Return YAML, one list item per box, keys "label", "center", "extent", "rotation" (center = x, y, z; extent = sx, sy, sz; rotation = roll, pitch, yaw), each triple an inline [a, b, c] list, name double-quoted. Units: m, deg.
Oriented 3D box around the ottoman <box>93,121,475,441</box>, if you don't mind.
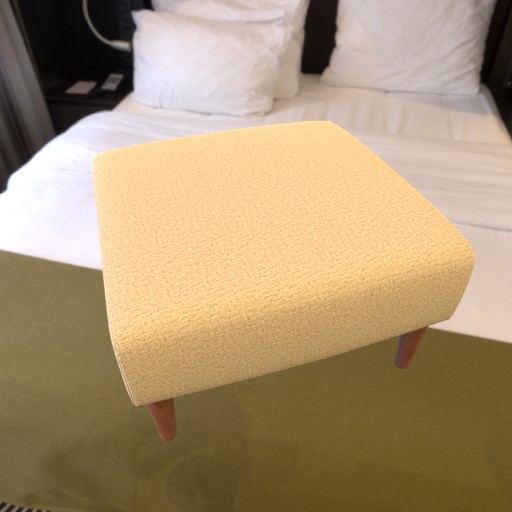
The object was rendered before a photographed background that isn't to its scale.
- label: "ottoman"
  center: [0.000, 0.000, 1.039]
  extent: [0.650, 0.398, 0.649]
  rotation: [-12, 41, -14]
